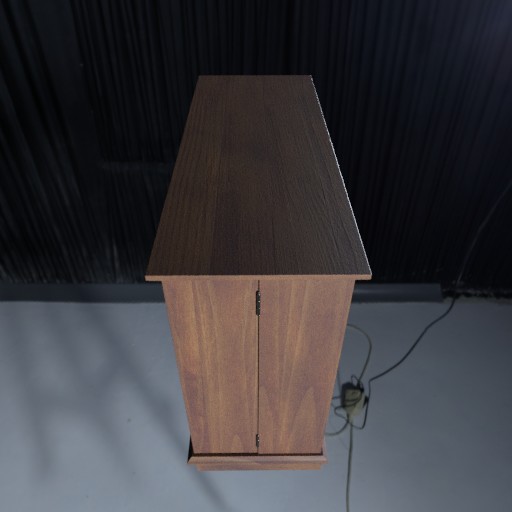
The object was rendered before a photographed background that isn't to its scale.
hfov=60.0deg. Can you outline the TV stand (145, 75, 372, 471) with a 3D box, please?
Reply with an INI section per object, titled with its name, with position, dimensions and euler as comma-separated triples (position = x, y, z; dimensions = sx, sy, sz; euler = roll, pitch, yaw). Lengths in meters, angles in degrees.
[TV stand]
position = 0.000, 0.000, 1.462
dimensions = 0.406, 0.813, 1.067
euler = 0, 40, 0
